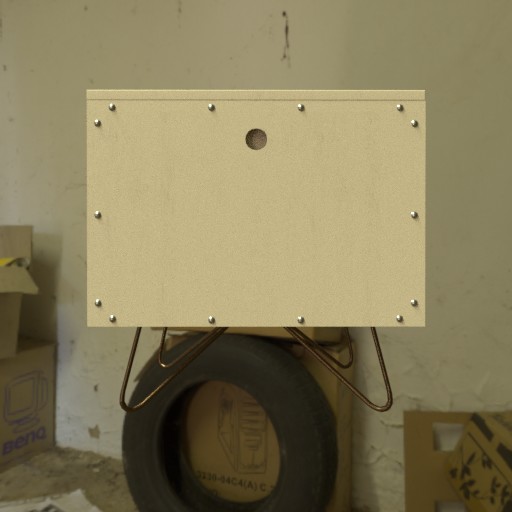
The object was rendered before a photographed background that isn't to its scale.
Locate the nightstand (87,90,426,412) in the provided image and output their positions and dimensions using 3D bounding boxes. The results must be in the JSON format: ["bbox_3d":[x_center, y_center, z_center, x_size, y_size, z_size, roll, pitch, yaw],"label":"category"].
[{"bbox_3d":[0.000,0.000,1.024,0.614,0.604,0.447,0,0,0],"label":"nightstand"}]
